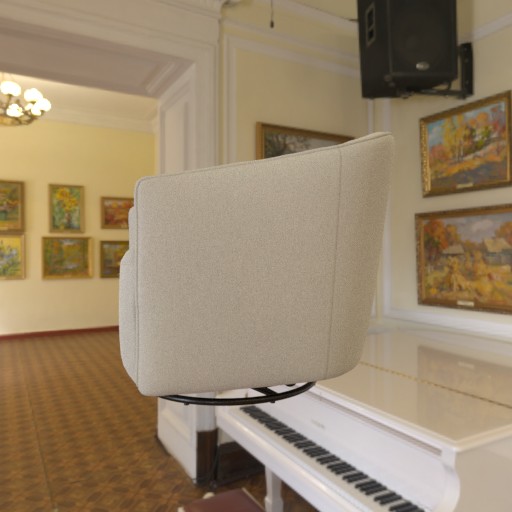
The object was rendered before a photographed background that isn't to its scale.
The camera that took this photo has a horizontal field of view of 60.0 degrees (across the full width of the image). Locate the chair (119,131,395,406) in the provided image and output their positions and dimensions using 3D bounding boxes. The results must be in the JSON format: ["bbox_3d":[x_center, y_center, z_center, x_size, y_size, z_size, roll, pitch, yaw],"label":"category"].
[{"bbox_3d":[0.000,0.000,1.480,0.875,0.799,0.747,0,1,-17],"label":"chair"}]
